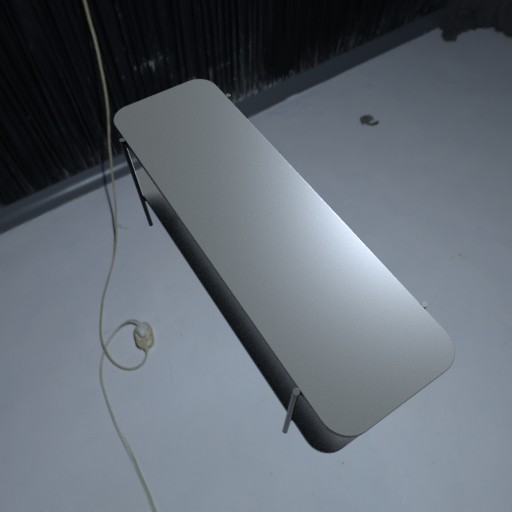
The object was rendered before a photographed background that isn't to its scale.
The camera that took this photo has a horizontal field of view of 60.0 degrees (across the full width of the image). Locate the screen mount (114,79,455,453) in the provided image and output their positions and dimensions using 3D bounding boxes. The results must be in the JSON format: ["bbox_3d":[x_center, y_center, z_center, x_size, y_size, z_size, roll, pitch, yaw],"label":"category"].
[{"bbox_3d":[0.000,0.000,1.411,0.400,0.447,1.200,-29,63,-17],"label":"screen mount"}]
